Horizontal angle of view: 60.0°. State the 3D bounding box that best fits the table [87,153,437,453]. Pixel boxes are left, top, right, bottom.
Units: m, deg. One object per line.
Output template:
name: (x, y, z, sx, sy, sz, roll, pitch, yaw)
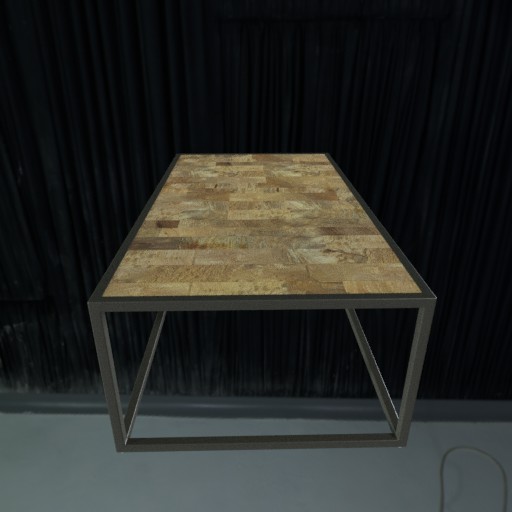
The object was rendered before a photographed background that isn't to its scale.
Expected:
table: (0.000, 0.000, 1.446, 0.649, 0.398, 1.199, -1, 26, -1)
